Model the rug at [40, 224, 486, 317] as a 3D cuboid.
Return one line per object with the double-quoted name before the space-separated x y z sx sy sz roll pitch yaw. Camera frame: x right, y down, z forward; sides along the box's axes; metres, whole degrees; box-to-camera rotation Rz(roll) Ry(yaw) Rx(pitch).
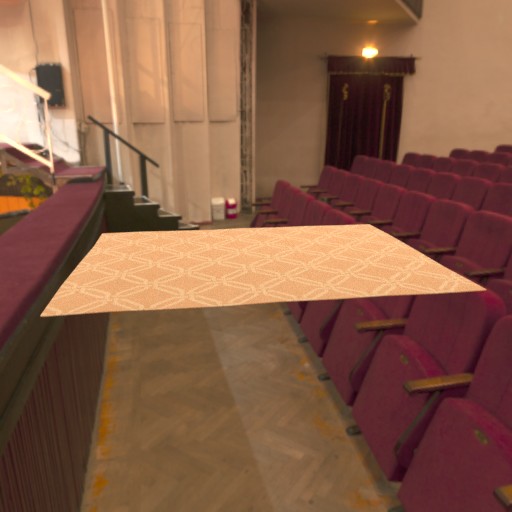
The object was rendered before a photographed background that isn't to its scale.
"rug" 0.000 0.000 2.781 2.135 0.013 1.524 -2 17 -8
